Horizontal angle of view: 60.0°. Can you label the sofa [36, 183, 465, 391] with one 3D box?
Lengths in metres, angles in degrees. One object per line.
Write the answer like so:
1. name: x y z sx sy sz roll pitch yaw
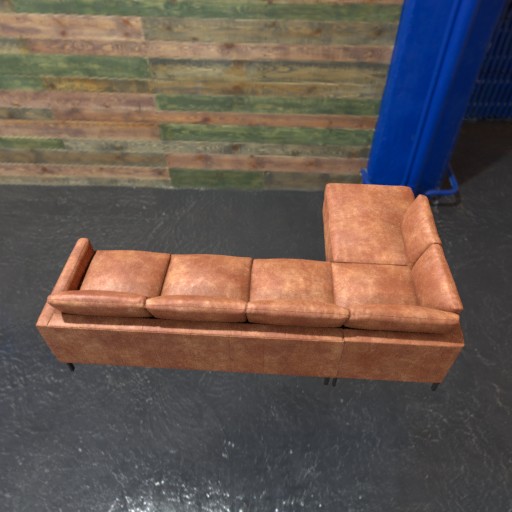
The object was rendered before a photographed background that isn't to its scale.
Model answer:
1. sofa: 0.000 0.000 3.830 2.984 0.877 1.938 3 46 2
